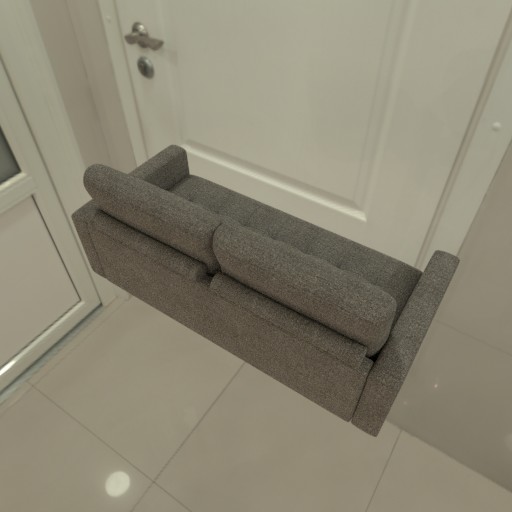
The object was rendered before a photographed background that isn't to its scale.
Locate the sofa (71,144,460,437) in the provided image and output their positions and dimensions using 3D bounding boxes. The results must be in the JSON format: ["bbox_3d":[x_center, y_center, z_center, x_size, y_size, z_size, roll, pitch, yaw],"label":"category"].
[{"bbox_3d":[0.000,0.000,2.343,1.821,0.902,0.863,26,52,22],"label":"sofa"}]
